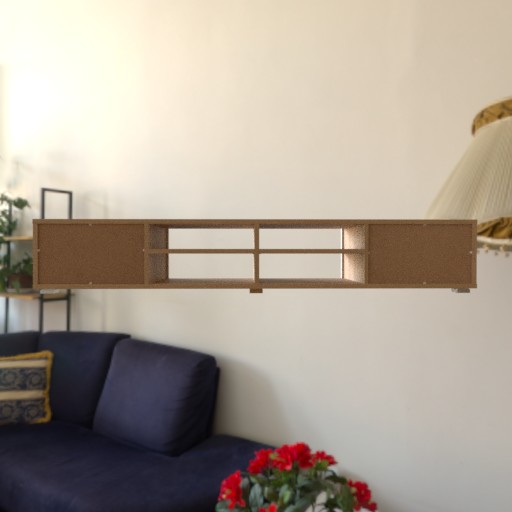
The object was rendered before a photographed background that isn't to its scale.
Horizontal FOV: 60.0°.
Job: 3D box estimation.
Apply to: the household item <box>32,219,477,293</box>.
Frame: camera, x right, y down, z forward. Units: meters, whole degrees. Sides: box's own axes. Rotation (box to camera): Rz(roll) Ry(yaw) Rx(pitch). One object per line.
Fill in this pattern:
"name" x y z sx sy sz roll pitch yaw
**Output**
"household item" 0.000 0.000 2.054 1.850 0.310 0.420 0 1 -1
